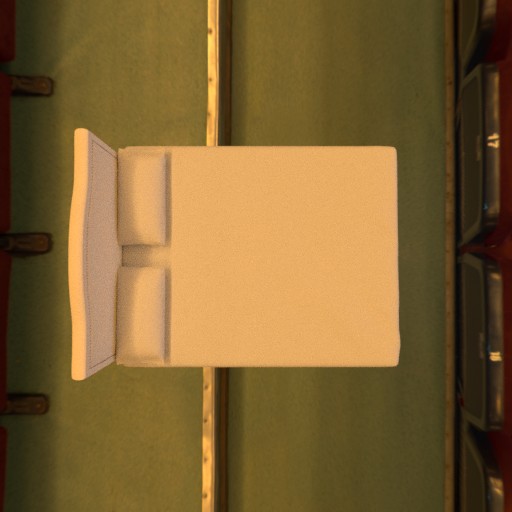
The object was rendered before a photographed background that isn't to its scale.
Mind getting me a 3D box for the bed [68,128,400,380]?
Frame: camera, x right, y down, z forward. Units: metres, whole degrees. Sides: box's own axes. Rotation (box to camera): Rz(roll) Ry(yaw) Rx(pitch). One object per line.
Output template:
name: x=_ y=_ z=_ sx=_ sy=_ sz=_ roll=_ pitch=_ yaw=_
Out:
bed: x=0.000 y=0.000 z=3.611 sx=2.477 sy=1.437 sz=1.977 roll=0 pitch=88 yaw=0
